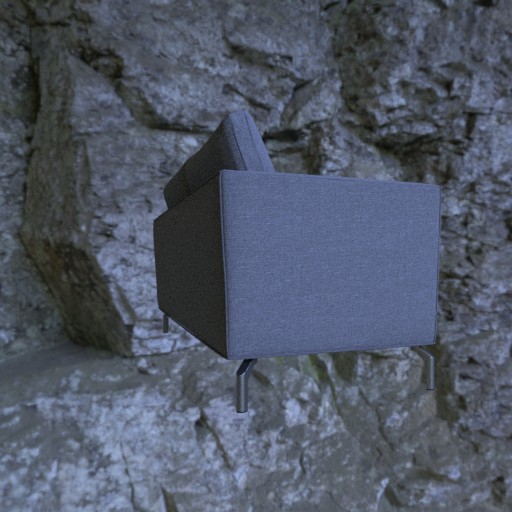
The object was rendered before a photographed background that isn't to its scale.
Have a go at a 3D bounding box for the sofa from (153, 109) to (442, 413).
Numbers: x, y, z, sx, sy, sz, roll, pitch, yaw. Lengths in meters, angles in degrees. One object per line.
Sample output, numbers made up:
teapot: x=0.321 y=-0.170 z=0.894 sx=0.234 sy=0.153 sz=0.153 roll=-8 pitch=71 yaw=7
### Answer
sofa: x=0.000 y=0.000 z=2.110 sx=0.803 sy=0.924 sz=1.594 roll=0 pitch=-1 yaw=-20
